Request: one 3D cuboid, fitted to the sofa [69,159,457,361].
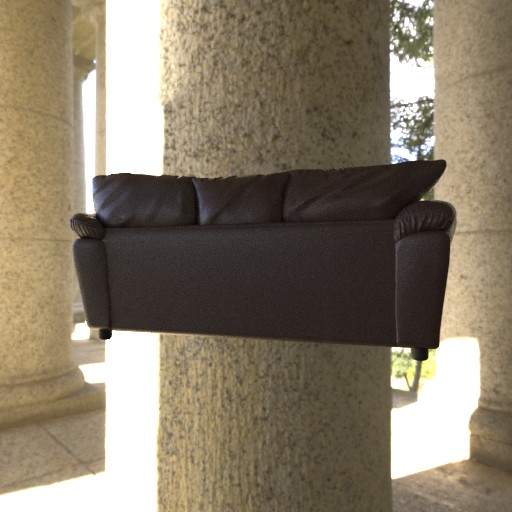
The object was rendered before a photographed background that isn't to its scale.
[{"bbox_3d":[0.000,0.000,2.857,2.390,1.091,0.907,0,-1,19],"label":"sofa"}]
